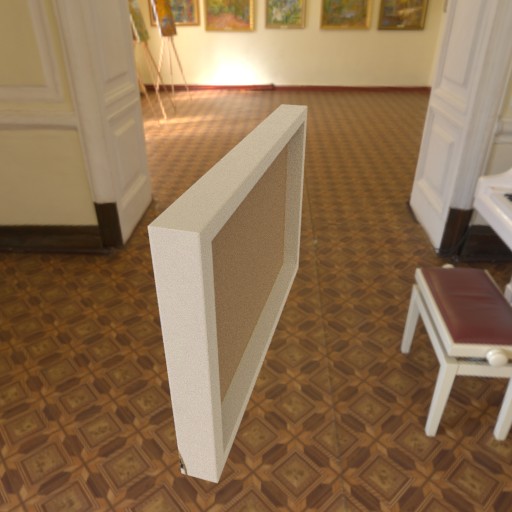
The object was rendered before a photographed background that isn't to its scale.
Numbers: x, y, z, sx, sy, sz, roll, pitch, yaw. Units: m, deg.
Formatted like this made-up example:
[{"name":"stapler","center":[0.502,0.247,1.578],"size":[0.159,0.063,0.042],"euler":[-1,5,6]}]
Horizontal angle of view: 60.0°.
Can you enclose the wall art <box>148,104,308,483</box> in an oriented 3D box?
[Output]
[{"name":"wall art","center":[0.000,0.000,0.500],"size":[0.039,0.254,0.384],"euler":[8,31,14]}]
